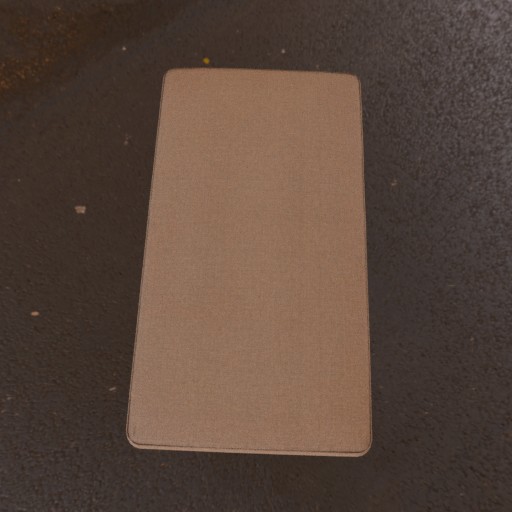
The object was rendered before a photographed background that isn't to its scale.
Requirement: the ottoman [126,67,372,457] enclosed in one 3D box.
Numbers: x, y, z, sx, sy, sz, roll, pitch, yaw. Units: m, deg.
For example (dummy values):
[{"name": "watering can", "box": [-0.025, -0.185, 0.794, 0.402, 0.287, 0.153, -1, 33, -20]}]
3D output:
[{"name": "ottoman", "box": [0.000, 0.000, 1.380, 0.617, 0.448, 1.097, 2, 75, 1]}]
